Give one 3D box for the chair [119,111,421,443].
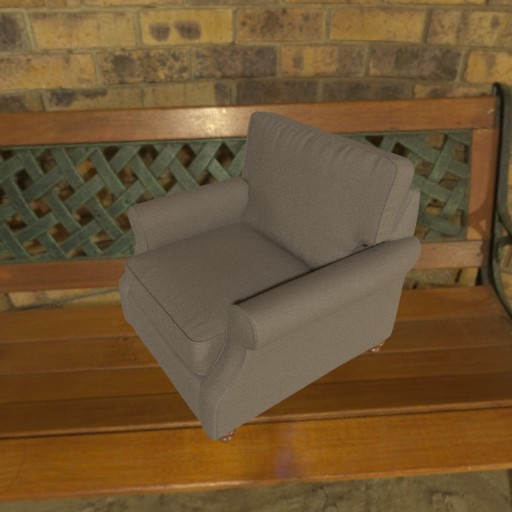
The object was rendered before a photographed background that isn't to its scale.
[{"bbox_3d":[0.000,0.000,1.858,0.966,0.967,1.029,-20,37,-29],"label":"chair"}]
